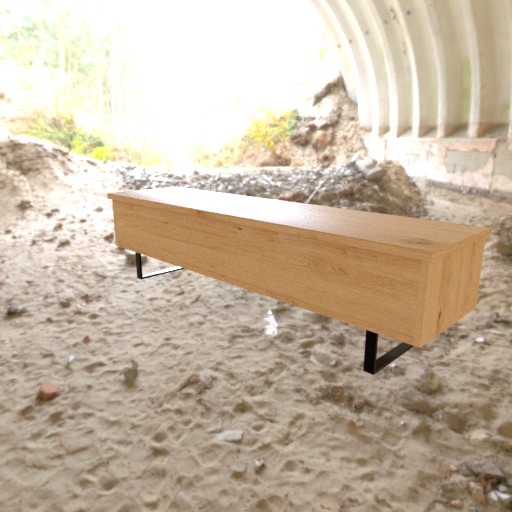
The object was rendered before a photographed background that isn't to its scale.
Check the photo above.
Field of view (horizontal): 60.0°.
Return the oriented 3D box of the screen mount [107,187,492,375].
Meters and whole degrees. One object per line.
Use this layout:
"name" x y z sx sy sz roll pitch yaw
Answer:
"screen mount" 0.000 0.000 1.901 1.700 0.430 0.450 14 21 43
